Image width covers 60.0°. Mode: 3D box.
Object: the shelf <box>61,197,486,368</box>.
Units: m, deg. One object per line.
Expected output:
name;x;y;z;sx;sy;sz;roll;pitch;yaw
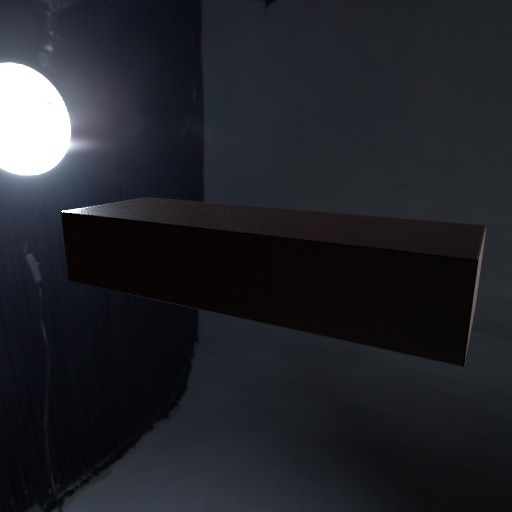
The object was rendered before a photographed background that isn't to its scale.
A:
shelf;0.000;0.000;0.509;0.457;0.088;0.152;8;17;28
